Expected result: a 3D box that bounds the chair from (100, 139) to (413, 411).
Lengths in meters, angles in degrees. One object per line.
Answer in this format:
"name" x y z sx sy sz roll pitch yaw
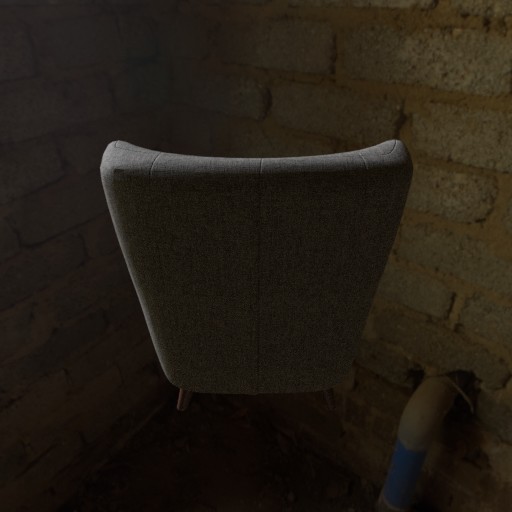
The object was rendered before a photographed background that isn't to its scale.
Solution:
"chair" 0.000 0.000 1.737 0.878 1.063 0.904 0 32 -1
